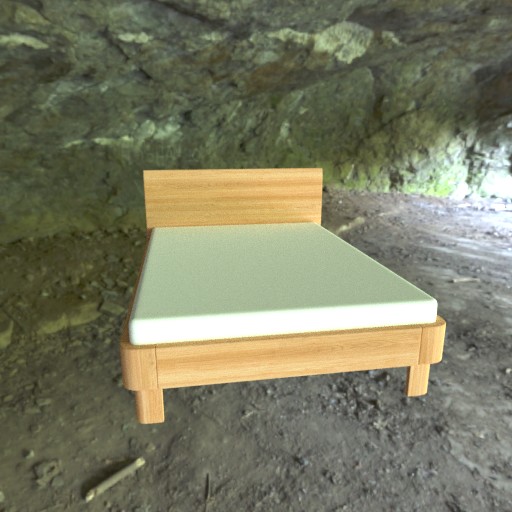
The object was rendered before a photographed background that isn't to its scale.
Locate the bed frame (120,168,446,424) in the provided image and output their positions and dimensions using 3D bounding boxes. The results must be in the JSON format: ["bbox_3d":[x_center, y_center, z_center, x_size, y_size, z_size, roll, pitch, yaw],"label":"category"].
[{"bbox_3d":[0.000,0.000,2.814,1.472,0.940,1.992,-3,16,-9],"label":"bed frame"}]
